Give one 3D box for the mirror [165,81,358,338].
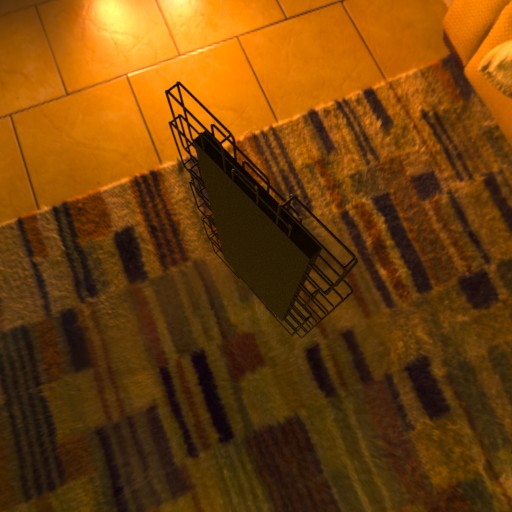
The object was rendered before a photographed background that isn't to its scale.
[{"bbox_3d":[0.000,0.000,1.388,0.037,1.192,0.565,-41,78,-10],"label":"mirror"}]
